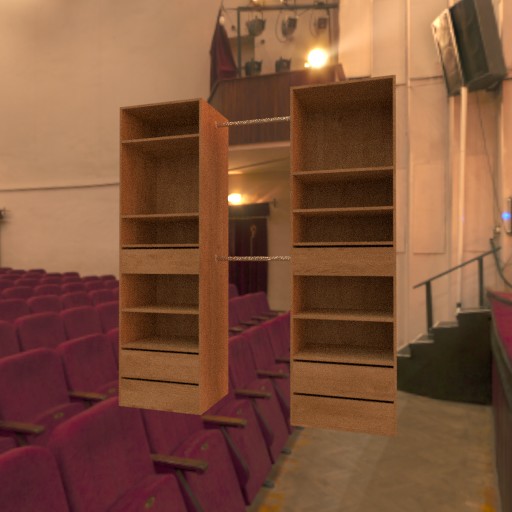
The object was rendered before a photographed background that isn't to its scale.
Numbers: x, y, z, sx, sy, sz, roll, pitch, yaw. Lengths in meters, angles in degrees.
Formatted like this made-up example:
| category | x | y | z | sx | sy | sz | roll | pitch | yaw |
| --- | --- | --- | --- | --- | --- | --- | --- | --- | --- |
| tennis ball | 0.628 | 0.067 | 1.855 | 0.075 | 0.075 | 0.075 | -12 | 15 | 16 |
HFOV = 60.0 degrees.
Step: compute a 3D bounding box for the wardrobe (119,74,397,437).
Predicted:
| category | x | y | z | sx | sy | sz | roll | pitch | yaw |
| --- | --- | --- | --- | --- | --- | --- | --- | --- | --- |
| wardrobe | 0.000 | 0.000 | 2.937 | 1.770 | 2.000 | 0.480 | 0 | -1 | 17 |
